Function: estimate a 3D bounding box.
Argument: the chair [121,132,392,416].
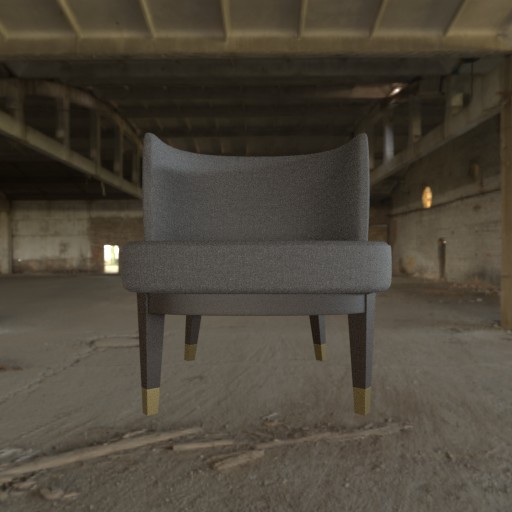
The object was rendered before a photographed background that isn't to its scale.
[{"bbox_3d":[0.000,0.000,1.243,0.639,0.695,0.698,0,1,0],"label":"chair"}]
